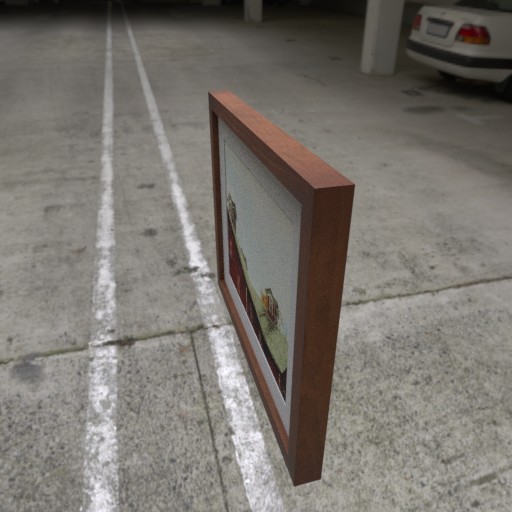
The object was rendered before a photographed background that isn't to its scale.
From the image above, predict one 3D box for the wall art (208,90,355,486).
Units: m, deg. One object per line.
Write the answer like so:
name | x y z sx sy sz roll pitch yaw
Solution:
wall art | 0.000 0.000 0.551 0.030 0.328 0.401 -8 30 -14
